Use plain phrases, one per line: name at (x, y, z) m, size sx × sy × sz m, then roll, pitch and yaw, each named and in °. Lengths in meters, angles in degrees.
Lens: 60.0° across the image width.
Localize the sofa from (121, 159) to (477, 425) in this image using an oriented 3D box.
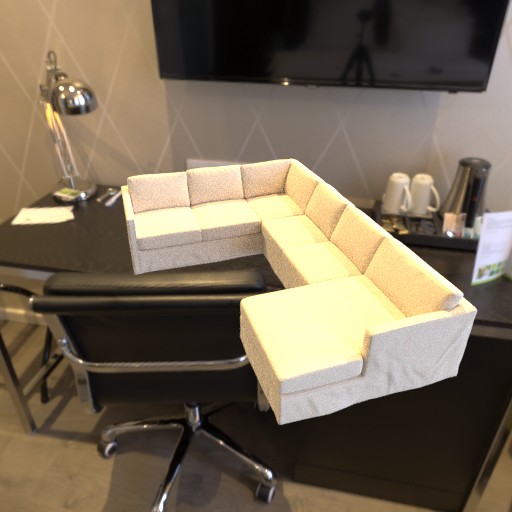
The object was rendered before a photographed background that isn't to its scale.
sofa at (0.000, 0.000, 4.542) m, size 2.427 × 0.882 × 3.460 m, roll -9°, pitch 32°, yaw -16°
